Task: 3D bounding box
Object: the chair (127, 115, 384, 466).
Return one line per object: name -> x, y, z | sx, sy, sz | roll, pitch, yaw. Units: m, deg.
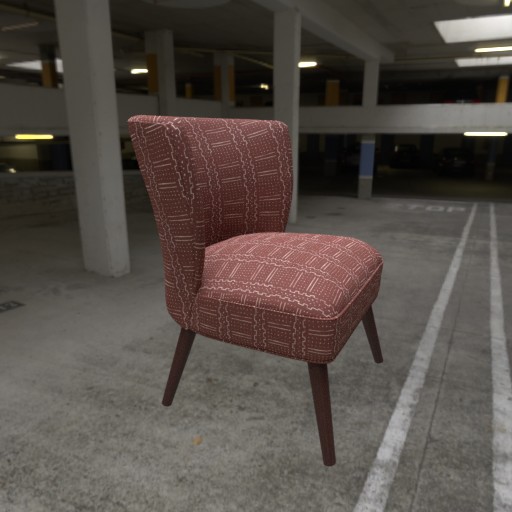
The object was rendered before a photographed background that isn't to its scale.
chair -> 0.000, 0.000, 1.428 | 0.758, 0.866, 0.706 | 8, 18, 26
